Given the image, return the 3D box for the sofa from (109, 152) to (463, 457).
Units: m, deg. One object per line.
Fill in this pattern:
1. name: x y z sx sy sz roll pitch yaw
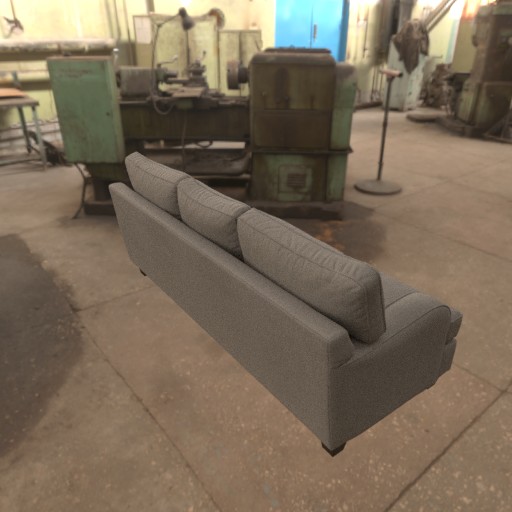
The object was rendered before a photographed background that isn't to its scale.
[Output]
1. sofa: 0.000 0.000 2.820 1.016 0.991 2.323 -19 32 -32
